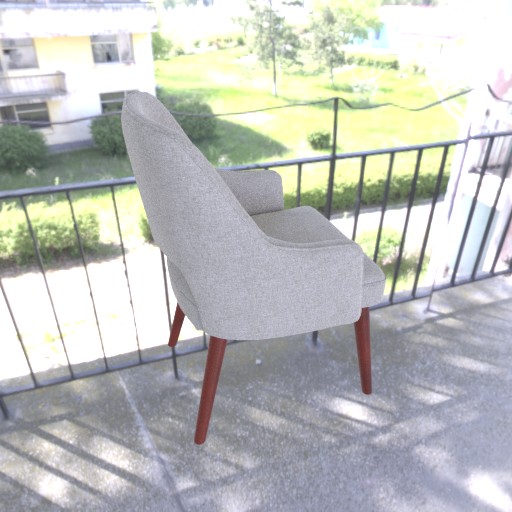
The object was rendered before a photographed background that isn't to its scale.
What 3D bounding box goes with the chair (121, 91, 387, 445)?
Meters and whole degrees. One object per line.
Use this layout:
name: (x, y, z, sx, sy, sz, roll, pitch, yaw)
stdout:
chair: (0.000, 0.000, 1.225, 0.605, 0.849, 0.548, -10, 33, -17)
